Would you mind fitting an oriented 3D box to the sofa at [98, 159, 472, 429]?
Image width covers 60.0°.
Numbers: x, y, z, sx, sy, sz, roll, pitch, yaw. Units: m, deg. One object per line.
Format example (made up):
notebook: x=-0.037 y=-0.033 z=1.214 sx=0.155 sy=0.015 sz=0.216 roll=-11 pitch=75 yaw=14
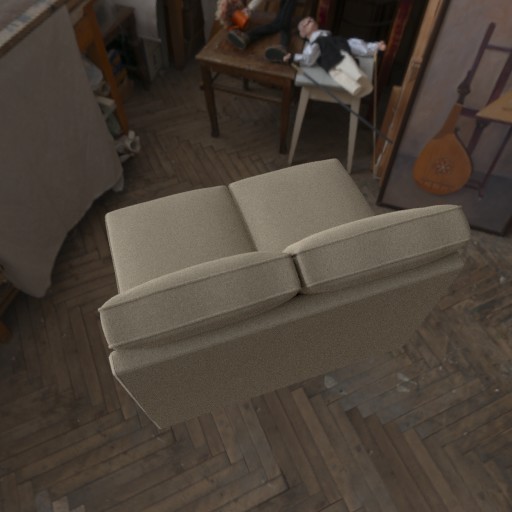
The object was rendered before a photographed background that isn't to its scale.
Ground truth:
sofa: x=0.000 y=0.000 z=1.945 sx=1.237 sy=1.008 sz=0.951 roll=-16 pitch=58 yaw=-10
